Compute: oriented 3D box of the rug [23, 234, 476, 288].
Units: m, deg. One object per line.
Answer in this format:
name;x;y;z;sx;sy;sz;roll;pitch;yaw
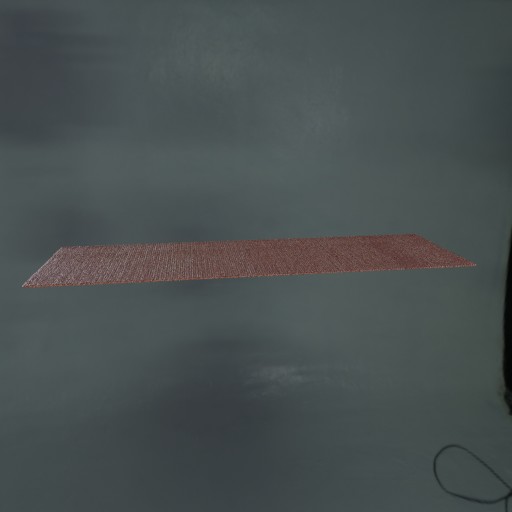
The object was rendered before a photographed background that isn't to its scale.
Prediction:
rug;0.000;0.000;2.545;2.307;0.012;0.687;-2;17;-8
